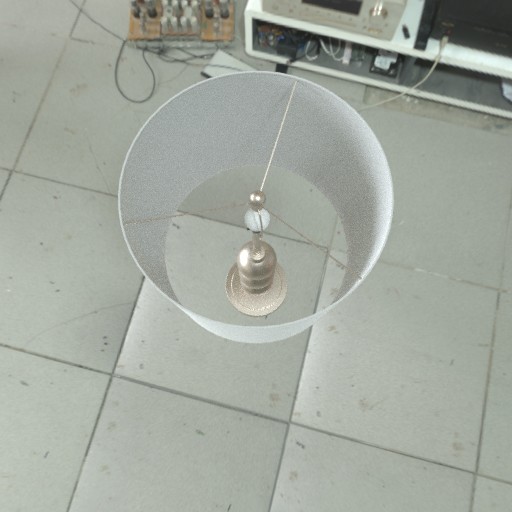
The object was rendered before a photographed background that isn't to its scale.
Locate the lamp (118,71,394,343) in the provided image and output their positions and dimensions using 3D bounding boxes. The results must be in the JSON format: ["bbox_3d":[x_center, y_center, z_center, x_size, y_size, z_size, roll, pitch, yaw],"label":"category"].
[{"bbox_3d":[0.000,0.000,0.703,0.277,0.538,0.277,-14,76,-4],"label":"lamp"}]
